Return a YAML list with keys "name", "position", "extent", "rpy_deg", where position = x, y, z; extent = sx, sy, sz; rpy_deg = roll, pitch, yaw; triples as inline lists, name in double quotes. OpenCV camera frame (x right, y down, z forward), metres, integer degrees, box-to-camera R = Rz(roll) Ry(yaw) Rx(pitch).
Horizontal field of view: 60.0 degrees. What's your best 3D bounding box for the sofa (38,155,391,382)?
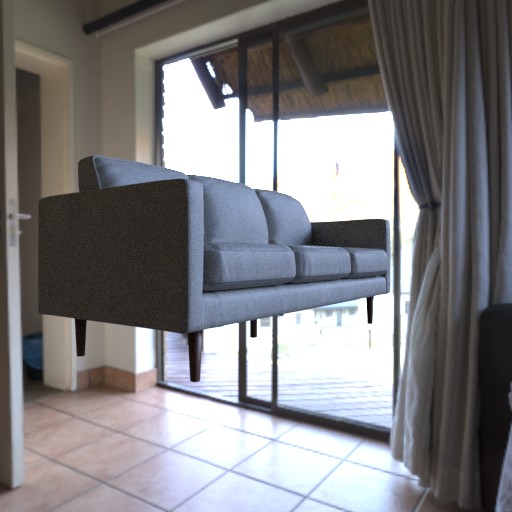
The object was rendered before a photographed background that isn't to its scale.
- name: "sofa"
  position: [0.000, 0.000, 2.480]
  extent: [0.944, 0.918, 1.983]
  rpy_deg: [0, 0, 35]
